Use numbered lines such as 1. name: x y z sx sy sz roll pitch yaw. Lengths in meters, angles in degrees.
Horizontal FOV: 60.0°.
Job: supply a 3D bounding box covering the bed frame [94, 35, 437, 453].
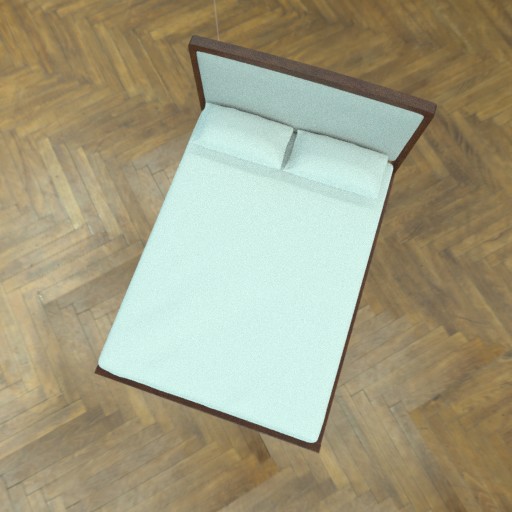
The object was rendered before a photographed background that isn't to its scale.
1. bed frame: 0.000 0.000 3.048 1.587 1.279 2.171 18 76 5
